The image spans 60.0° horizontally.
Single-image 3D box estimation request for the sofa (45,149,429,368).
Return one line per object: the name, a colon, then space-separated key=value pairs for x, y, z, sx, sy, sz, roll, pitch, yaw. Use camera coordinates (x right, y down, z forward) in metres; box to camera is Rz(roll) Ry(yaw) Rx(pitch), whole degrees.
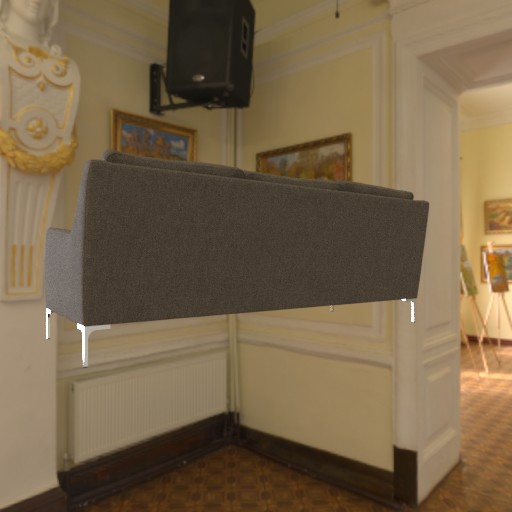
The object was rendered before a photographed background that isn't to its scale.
sofa: x=0.000 y=0.000 z=2.490 sx=2.060 sy=0.837 sz=0.849 roll=0 pitch=0 yaw=-35
